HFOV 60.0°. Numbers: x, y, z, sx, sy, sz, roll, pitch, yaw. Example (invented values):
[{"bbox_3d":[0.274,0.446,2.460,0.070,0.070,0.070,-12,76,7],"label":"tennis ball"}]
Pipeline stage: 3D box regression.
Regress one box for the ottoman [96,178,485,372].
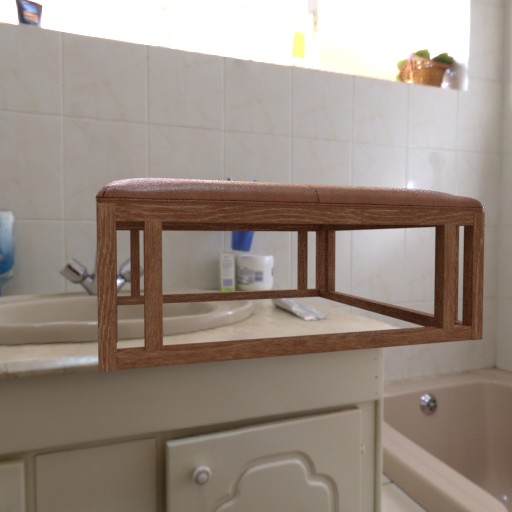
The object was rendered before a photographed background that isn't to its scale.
[{"bbox_3d":[0.000,0.000,1.555,1.016,0.442,1.013,-1,2,-17],"label":"ottoman"}]
